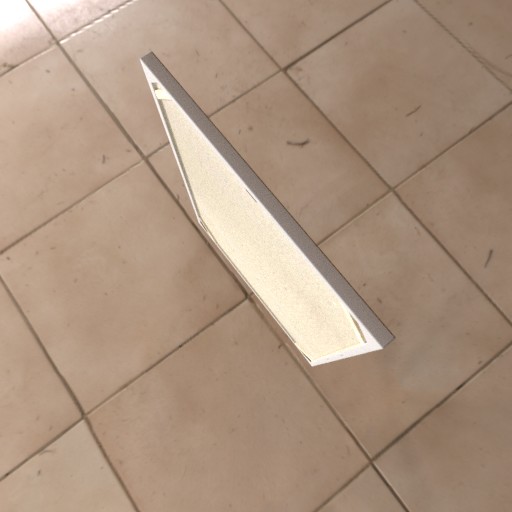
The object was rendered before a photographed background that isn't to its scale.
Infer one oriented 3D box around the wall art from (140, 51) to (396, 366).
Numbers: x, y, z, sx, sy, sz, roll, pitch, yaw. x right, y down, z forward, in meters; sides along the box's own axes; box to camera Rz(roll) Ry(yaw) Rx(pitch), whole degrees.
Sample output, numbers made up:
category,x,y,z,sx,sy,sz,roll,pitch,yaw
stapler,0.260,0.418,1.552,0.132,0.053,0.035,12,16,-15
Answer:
category,x,y,z,sx,sy,sz,roll,pitch,yaw
wall art,0.000,0.000,1.610,0.038,1.212,0.914,-37,77,-10
